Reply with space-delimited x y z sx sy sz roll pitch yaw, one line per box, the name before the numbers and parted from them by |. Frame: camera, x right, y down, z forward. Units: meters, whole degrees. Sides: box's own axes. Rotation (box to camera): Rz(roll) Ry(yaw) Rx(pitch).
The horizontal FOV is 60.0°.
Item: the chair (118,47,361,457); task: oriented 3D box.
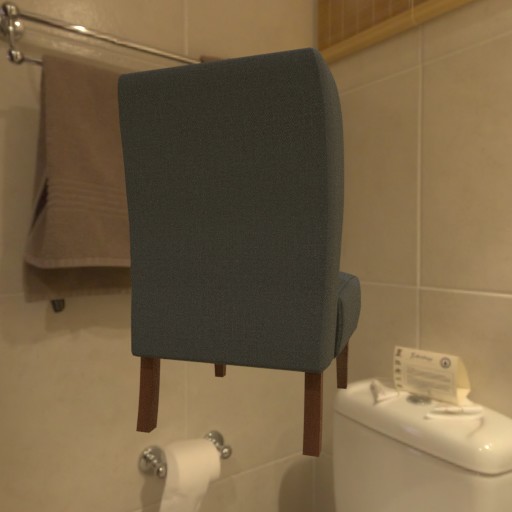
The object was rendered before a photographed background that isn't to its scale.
chair | 0.000 0.000 1.176 0.513 0.804 0.592 0 2 17
